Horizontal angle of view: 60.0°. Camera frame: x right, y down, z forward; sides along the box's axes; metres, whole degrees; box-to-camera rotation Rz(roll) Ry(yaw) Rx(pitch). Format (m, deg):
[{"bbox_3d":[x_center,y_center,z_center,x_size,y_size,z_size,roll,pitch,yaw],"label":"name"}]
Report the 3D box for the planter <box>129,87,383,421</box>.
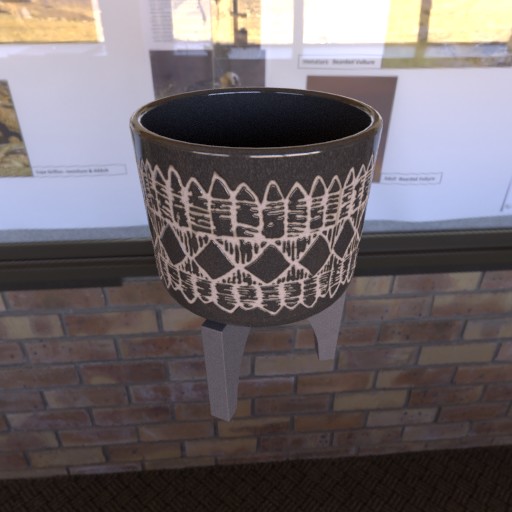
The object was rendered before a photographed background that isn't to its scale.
[{"bbox_3d":[0.000,0.000,0.277,0.129,0.177,0.129,0,32,0],"label":"planter"}]
